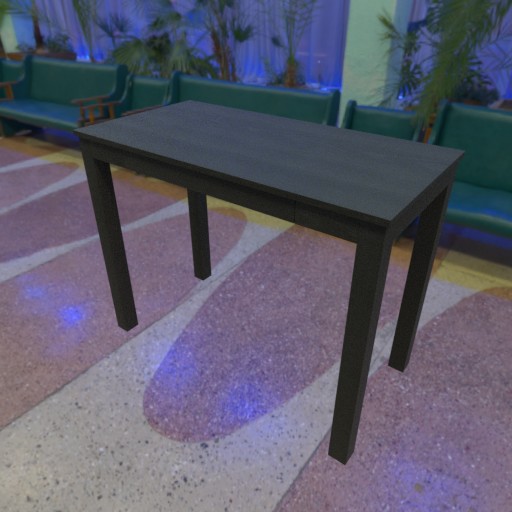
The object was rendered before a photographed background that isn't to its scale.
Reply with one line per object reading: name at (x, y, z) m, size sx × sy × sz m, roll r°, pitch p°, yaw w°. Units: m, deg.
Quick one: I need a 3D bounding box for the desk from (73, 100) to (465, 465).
desk at (0.000, 0.000, 1.437) m, size 0.991 × 0.762 × 0.499 m, roll 21°, pitch 37°, yaw 31°
